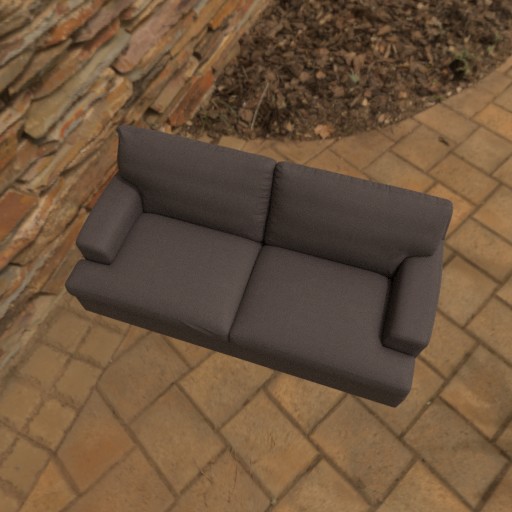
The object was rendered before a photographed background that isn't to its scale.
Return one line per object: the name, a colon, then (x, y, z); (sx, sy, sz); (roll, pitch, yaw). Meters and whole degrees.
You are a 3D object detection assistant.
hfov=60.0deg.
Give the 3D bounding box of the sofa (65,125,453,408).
sofa: (0.000, 0.000, 2.869); (2.271, 0.950, 1.140); (15, 59, 10)
